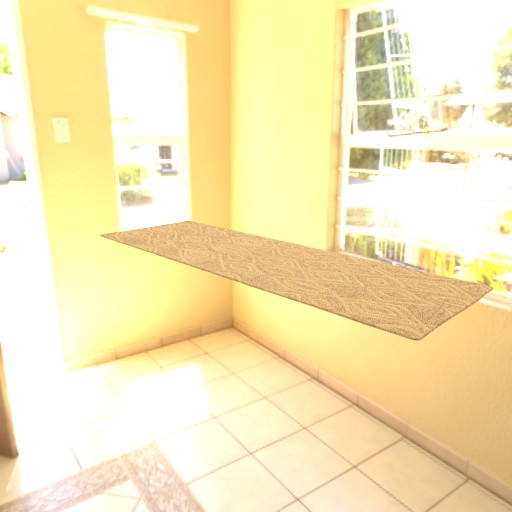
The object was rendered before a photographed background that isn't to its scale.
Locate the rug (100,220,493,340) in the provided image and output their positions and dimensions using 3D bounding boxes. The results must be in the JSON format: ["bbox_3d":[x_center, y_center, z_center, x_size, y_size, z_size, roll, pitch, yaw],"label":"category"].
[{"bbox_3d":[0.000,0.000,2.669,0.807,0.013,2.436,-15,21,-43],"label":"rug"}]
